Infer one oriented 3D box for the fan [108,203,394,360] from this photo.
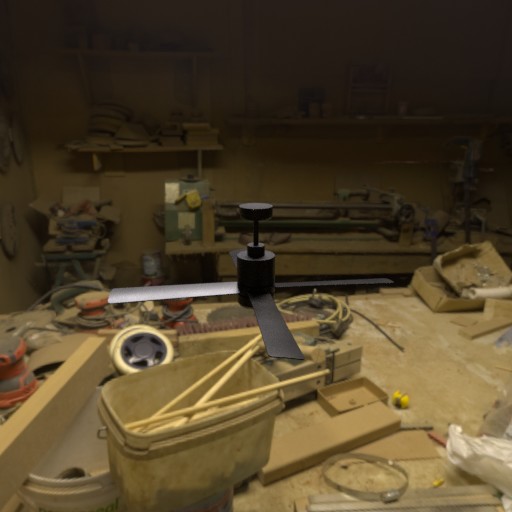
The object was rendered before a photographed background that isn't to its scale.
[{"bbox_3d":[0.000,0.000,2.337,1.525,0.534,1.525,-2,17,-8],"label":"fan"}]
